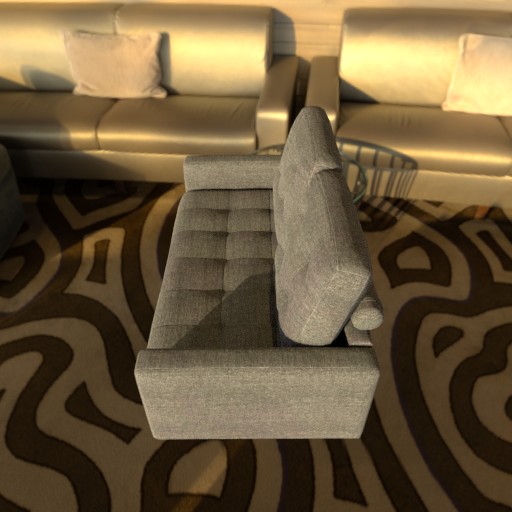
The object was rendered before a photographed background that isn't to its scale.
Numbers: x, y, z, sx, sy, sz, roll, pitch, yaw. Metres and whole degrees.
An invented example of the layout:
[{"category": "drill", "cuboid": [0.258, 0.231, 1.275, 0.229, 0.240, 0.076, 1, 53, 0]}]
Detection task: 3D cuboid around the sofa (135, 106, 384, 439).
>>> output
[{"category": "sofa", "cuboid": [0.000, 0.000, 1.985, 0.842, 0.907, 1.407, 0, 41, 0]}]
